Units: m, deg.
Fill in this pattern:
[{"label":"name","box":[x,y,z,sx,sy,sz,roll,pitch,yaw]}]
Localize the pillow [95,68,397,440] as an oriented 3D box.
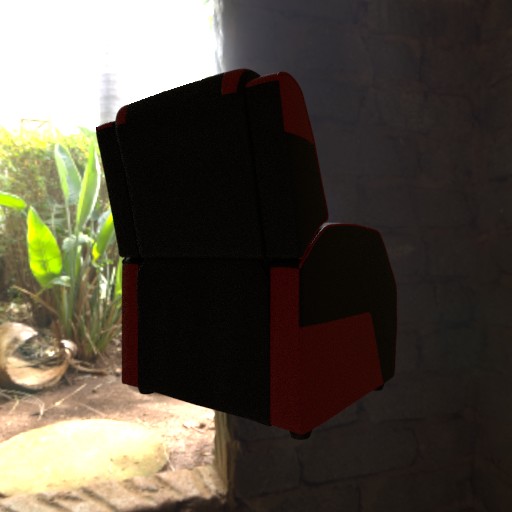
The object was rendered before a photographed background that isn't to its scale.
[{"label":"pillow","box":[0.000,0.000,1.295,0.620,0.805,0.672,0,0,37]}]
